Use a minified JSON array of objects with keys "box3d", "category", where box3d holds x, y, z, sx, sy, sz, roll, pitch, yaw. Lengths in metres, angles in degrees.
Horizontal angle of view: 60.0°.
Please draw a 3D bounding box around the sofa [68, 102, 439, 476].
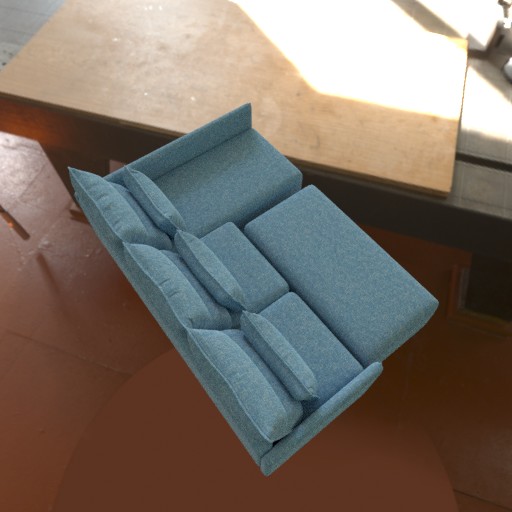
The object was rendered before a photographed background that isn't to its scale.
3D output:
[{"box3d":[0.000,0.000,2.808,1.420,0.899,2.034,-33,65,-18],"category":"sofa"}]
